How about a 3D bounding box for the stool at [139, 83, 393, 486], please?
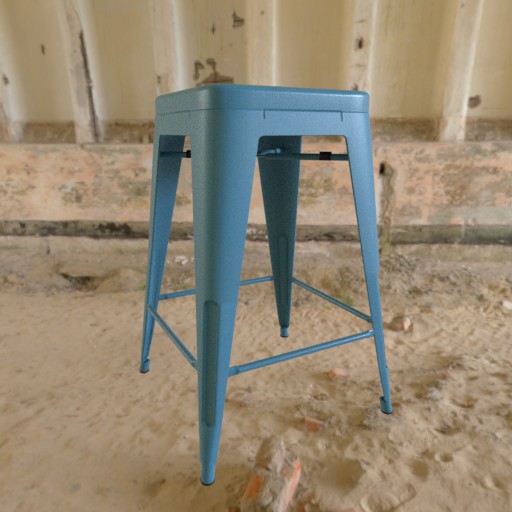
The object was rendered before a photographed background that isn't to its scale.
[{"bbox_3d":[0.000,0.000,0.884,0.410,0.608,0.410,-8,18,-27],"label":"stool"}]
